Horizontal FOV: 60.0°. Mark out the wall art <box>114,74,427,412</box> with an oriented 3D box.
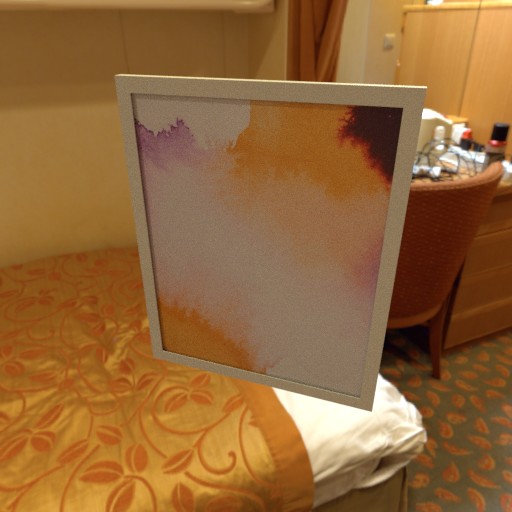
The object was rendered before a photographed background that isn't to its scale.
[{"bbox_3d":[0.000,0.000,1.095,0.661,0.811,0.026,9,29,17],"label":"wall art"}]
